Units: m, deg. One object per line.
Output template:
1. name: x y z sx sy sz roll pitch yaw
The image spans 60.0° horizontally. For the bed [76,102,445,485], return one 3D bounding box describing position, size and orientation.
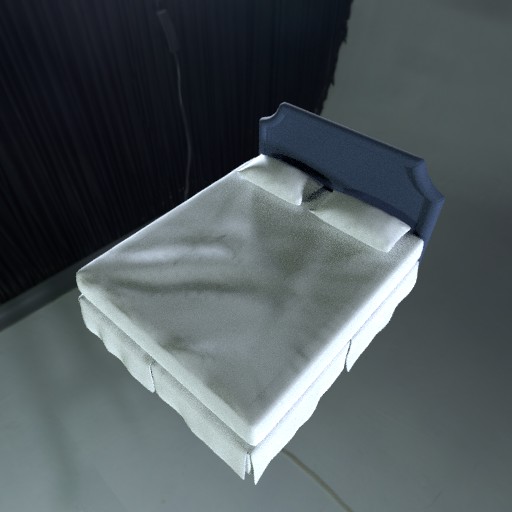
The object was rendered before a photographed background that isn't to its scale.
1. bed: 0.000 0.000 4.160 2.350 1.488 2.773 32 54 27
